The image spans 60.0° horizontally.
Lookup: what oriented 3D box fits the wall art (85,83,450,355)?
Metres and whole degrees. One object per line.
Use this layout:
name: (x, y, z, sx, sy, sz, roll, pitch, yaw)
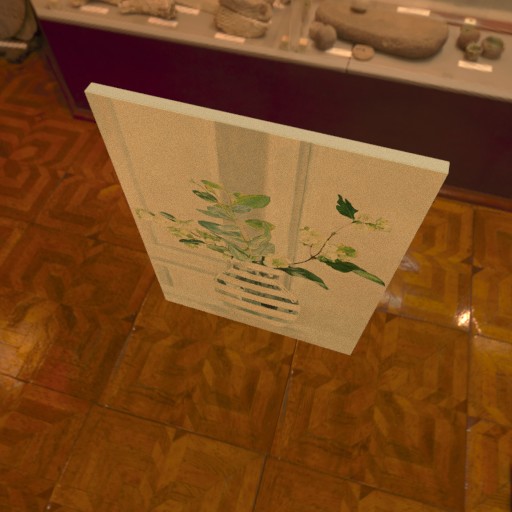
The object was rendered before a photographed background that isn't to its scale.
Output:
wall art: (0.000, 0.000, 1.587, 0.914, 1.212, 0.038, 15, 60, 9)
